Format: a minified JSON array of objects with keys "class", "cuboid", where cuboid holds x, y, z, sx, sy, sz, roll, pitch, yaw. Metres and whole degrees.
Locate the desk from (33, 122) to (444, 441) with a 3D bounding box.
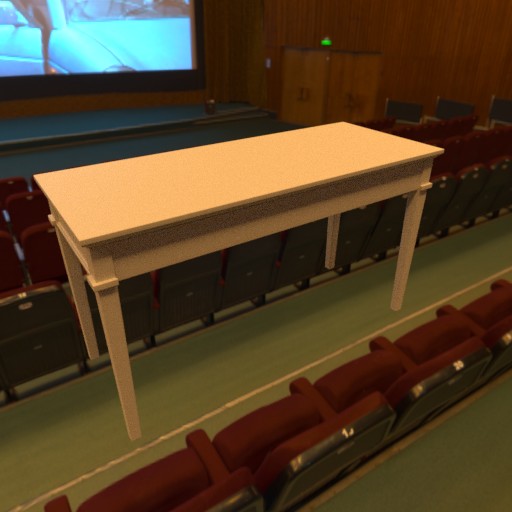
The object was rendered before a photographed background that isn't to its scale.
[{"class":"desk","cuboid":[0.000,0.000,1.764,1.372,0.774,0.559,-18,34,-29]}]
